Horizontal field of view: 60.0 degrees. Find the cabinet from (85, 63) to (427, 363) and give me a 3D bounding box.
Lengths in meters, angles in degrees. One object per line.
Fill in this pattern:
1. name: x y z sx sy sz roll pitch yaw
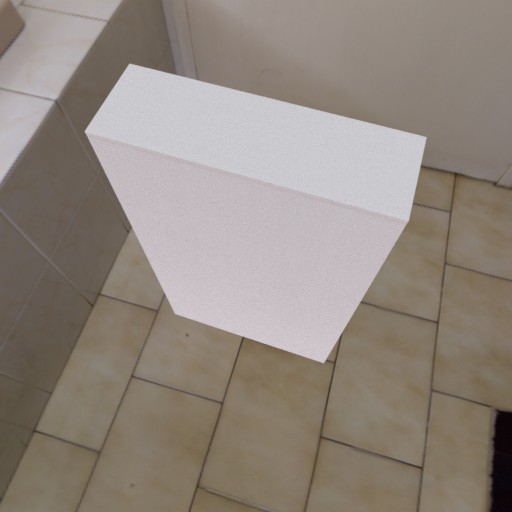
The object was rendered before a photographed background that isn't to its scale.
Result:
1. cabinet: 0.000 0.000 1.593 0.750 1.280 0.250 17 65 8
